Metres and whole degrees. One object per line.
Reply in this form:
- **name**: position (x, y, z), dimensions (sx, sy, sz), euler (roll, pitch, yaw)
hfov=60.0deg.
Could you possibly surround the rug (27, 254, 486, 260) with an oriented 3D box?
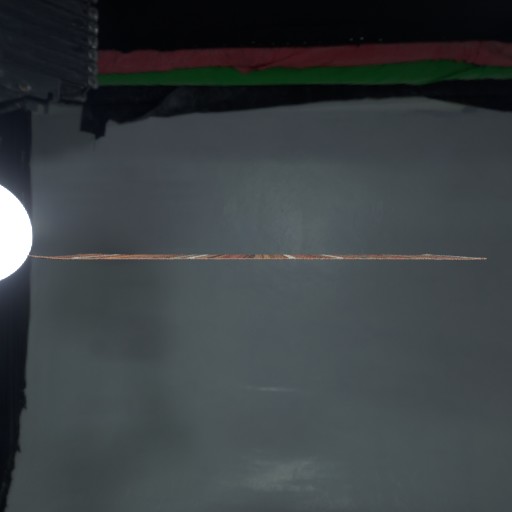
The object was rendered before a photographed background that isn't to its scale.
- **rug**: position (0.000, 0.000, 2.740), dimensions (2.444, 0.030, 0.799), euler (0, 1, 1)
